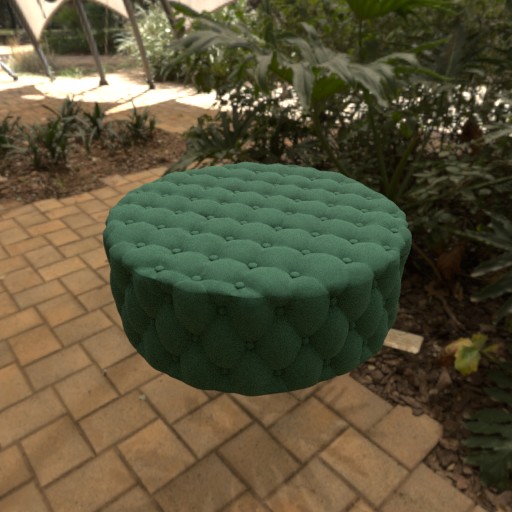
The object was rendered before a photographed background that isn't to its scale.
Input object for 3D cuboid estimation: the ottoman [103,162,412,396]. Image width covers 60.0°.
[{"bbox_3d":[0.000,0.000,1.558,0.998,0.399,0.998,0,30,0],"label":"ottoman"}]
